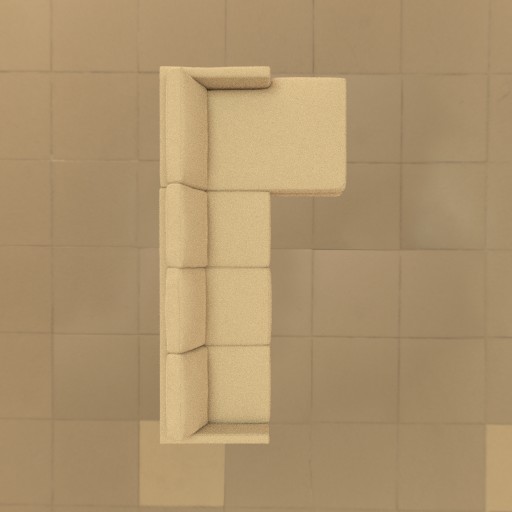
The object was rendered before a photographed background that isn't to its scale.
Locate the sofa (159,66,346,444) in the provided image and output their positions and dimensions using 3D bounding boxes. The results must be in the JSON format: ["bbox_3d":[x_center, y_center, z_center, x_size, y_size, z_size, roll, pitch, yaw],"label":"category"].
[{"bbox_3d":[0.000,0.000,3.951,1.625,0.861,3.186,0,91,0],"label":"sofa"}]
